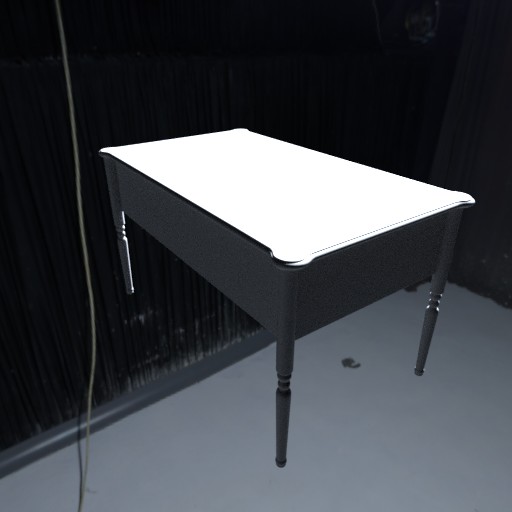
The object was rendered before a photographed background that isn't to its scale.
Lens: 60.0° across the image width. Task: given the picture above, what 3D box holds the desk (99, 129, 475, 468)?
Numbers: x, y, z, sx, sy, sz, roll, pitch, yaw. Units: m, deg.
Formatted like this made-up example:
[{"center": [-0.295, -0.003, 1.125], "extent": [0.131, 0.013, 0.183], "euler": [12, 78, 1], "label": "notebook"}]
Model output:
[{"center": [0.000, 0.000, 1.899], "extent": [0.807, 0.762, 1.380], "euler": [-18, 33, -31], "label": "desk"}]
